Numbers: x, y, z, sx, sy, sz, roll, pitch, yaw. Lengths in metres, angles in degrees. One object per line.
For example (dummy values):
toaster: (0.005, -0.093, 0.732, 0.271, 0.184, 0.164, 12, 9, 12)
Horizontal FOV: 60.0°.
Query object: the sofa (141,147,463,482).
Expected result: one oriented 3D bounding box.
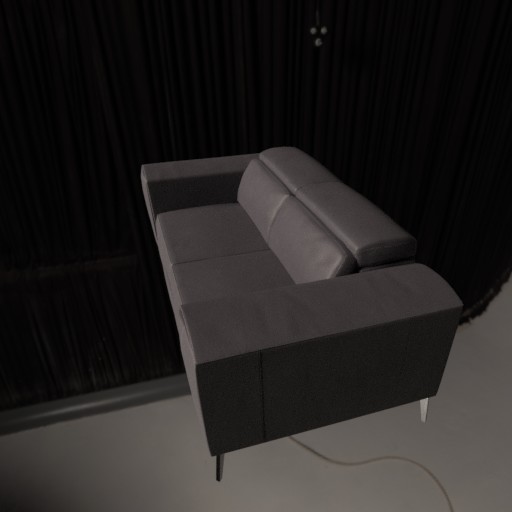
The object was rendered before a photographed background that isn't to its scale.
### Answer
sofa: (0.000, 0.000, 2.337, 1.003, 0.779, 1.895, -9, 32, -15)
